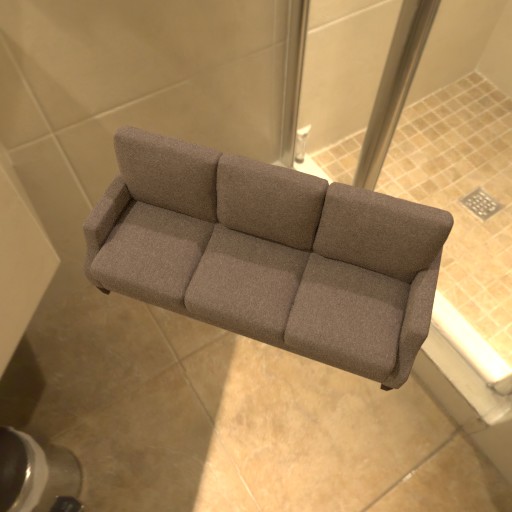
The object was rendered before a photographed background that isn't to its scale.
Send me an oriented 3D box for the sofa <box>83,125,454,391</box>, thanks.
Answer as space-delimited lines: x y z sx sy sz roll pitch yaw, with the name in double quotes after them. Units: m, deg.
0.000 0.000 2.758 2.115 0.984 0.888 17 60 10 "sofa"
